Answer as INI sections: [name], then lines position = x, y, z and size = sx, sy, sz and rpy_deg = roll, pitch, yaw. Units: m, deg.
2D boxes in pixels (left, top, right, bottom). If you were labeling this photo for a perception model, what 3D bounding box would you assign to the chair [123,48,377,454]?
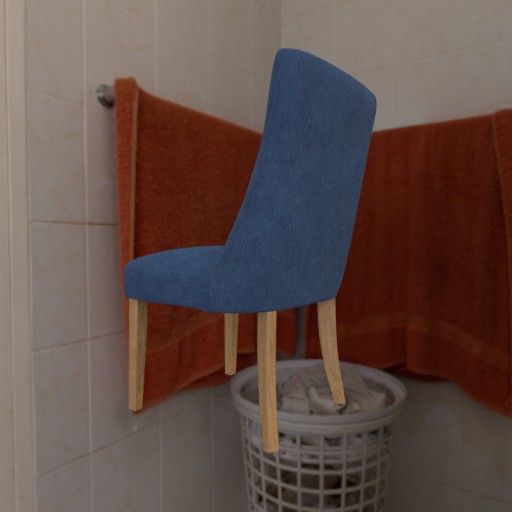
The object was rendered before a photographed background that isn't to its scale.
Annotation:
[chair]
position = 0.000, 0.000, 1.266
size = 0.609, 0.902, 0.495
rpy_deg = 2, 3, 37
